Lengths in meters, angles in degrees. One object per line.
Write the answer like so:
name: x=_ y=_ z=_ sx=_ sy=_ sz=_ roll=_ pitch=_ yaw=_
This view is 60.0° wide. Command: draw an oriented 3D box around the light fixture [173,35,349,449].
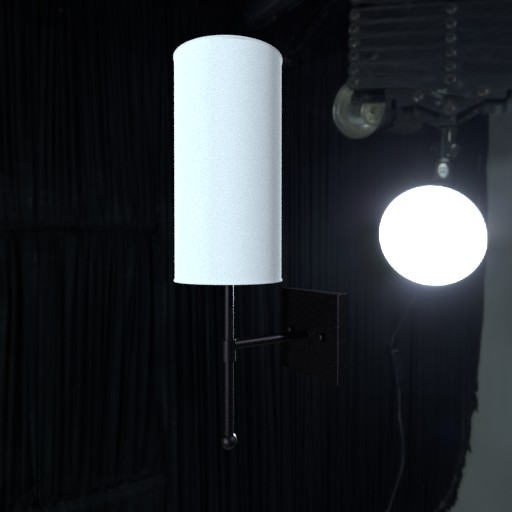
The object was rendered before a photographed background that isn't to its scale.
light fixture: x=0.000 y=0.000 z=0.551 sx=0.208 sy=0.462 sz=0.128 roll=-1 pitch=1 yaw=-35
